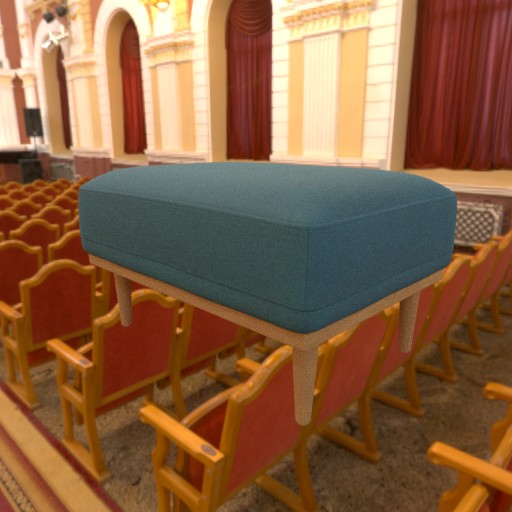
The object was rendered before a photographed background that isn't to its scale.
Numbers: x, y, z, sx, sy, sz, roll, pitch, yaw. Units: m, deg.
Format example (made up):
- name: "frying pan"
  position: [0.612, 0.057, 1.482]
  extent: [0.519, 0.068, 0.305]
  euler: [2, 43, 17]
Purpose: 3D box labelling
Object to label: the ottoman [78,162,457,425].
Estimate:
- name: "ottoman"
  position: [0.000, 0.000, 1.068]
  extent: [0.749, 0.428, 0.549]
  euler: [14, 20, 43]
